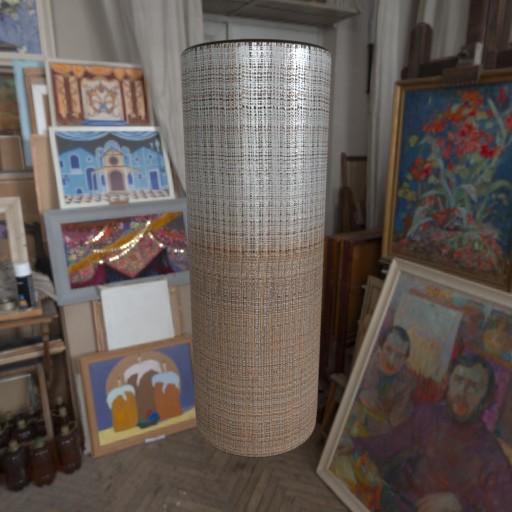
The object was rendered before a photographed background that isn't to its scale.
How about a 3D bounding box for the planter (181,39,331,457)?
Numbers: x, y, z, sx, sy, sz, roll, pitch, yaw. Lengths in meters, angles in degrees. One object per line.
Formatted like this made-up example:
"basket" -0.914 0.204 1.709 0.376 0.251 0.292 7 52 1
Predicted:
"planter" 0.000 0.000 0.330 0.099 0.278 0.099 7 17 24
